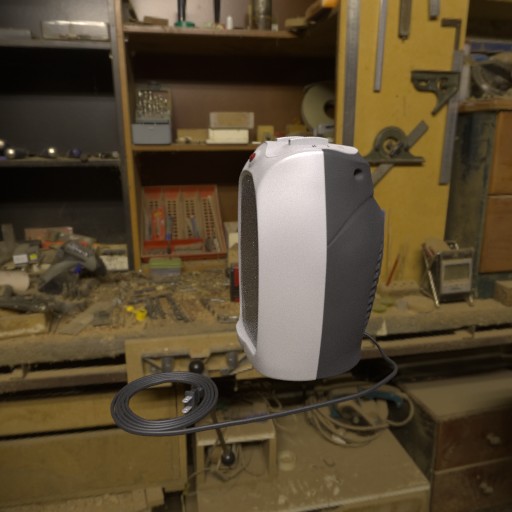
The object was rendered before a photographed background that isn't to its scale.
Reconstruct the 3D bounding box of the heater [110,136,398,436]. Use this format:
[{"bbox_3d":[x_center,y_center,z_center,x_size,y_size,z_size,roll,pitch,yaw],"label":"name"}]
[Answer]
[{"bbox_3d":[0.000,0.000,0.462,0.291,0.240,0.239,-2,16,-9],"label":"heater"}]
